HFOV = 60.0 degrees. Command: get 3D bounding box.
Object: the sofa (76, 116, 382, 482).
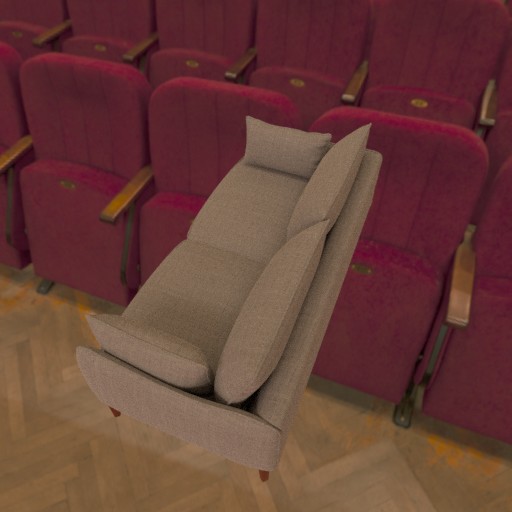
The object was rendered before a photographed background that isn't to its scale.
[{"bbox_3d":[0.000,0.000,2.460,0.972,0.851,1.989,17,49,15],"label":"sofa"}]
